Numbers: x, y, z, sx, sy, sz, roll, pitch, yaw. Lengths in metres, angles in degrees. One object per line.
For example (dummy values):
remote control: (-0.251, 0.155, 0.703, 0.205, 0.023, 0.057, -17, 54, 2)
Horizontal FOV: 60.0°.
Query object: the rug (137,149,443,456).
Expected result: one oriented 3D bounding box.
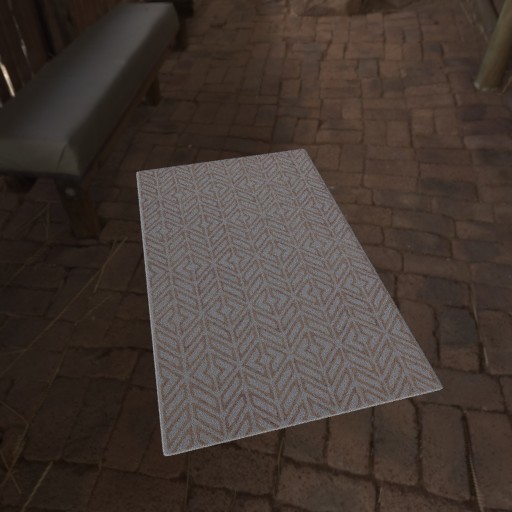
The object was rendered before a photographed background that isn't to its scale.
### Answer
rug: (0.000, 0.000, 3.115, 1.523, 0.008, 2.438, -10, 47, -9)
